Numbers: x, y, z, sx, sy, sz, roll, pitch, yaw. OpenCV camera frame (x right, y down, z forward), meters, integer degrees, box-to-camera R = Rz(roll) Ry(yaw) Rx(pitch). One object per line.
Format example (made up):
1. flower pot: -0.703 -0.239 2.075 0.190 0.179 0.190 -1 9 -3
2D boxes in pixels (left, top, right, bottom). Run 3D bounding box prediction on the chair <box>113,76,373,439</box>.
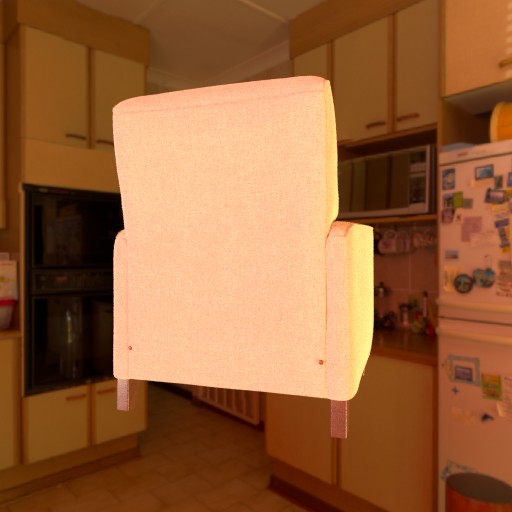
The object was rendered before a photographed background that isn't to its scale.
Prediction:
1. chair: 0.000 0.000 1.676 0.845 1.023 0.859 0 0 18
